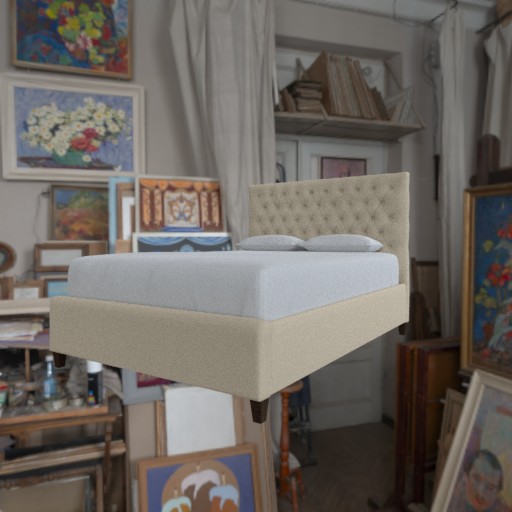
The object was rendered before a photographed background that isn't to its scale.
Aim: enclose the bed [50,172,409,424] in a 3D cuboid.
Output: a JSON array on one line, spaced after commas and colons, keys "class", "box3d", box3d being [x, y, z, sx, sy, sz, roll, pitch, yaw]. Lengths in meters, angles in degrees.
[{"class": "bed", "box3d": [0.000, 0.000, 3.399, 1.698, 1.427, 2.387, 1, 2, 34]}]
